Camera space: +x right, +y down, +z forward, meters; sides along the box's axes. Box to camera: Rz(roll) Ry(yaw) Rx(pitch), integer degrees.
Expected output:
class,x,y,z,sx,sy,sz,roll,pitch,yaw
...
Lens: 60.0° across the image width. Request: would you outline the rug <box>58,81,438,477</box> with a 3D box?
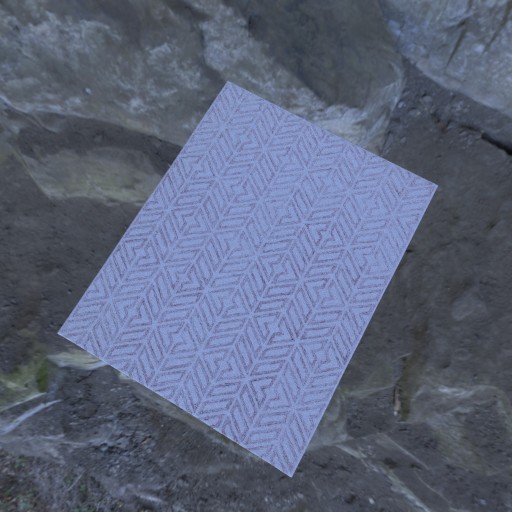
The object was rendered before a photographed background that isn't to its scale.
class,x,y,z,sx,sy,sz,roll,pitch,yaw
rug,0.000,0.000,4.209,2.421,0.008,3.045,29,77,7
